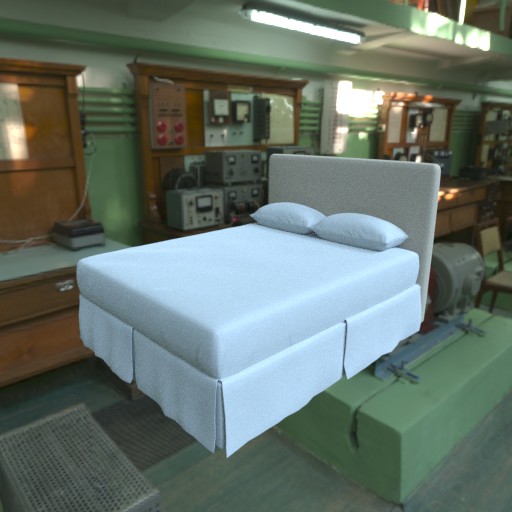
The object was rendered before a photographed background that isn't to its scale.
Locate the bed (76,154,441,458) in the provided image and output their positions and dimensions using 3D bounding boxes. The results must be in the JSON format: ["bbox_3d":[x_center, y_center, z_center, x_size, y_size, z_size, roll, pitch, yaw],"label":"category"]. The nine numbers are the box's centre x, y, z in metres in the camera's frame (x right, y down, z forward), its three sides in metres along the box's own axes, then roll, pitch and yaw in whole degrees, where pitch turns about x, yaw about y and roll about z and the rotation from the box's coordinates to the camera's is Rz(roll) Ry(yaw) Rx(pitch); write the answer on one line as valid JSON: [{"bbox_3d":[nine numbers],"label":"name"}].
[{"bbox_3d":[0.000,0.000,3.268,2.142,1.330,1.748,-15,22,-41],"label":"bed"}]
